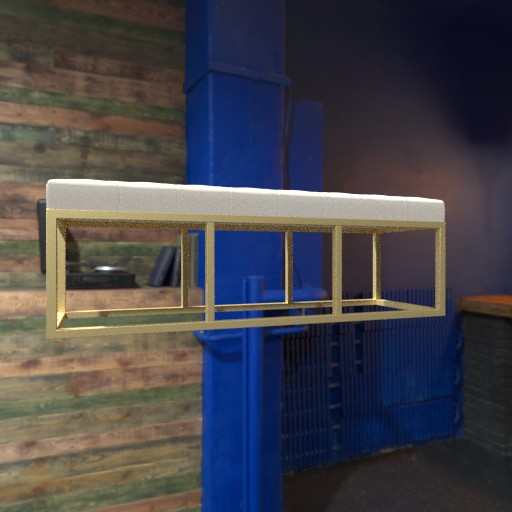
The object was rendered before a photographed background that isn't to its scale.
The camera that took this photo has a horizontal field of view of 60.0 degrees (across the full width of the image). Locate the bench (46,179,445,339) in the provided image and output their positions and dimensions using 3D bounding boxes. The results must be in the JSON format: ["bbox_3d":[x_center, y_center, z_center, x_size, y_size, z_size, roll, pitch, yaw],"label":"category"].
[{"bbox_3d":[0.000,0.000,1.757,1.473,0.484,0.457,0,0,-20],"label":"bench"}]
